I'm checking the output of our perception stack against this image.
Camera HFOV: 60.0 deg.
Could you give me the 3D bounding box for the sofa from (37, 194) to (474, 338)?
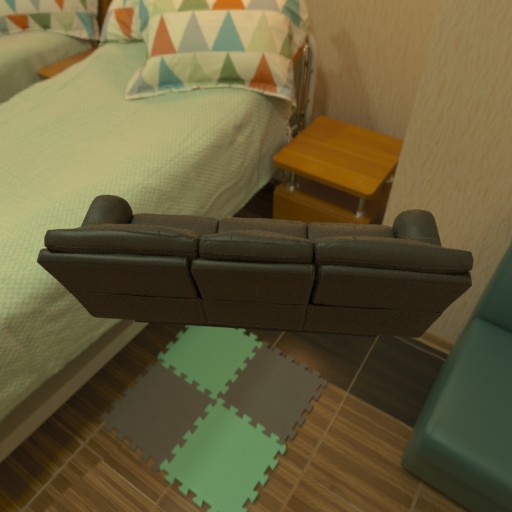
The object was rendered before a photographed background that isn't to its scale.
[{"bbox_3d":[0.000,0.000,3.202,2.627,1.134,1.104,3,45,3],"label":"sofa"}]
